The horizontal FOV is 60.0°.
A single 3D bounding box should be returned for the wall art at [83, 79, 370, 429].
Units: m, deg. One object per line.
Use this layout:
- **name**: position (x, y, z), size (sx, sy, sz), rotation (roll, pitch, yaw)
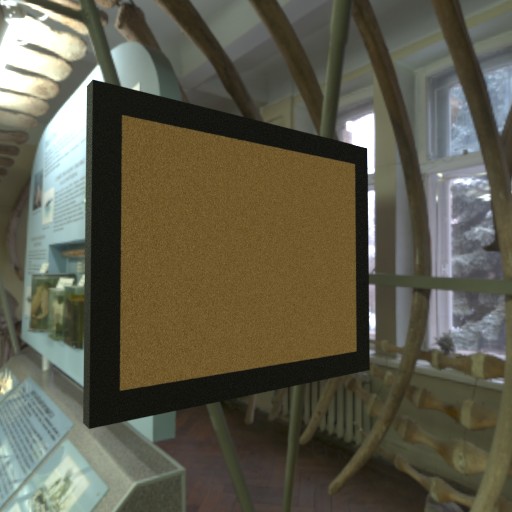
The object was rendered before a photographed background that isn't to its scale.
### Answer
- **wall art**: position (0.000, 0.000, 0.759), size (0.561, 0.460, 0.028), rotation (1, -2, -37)
